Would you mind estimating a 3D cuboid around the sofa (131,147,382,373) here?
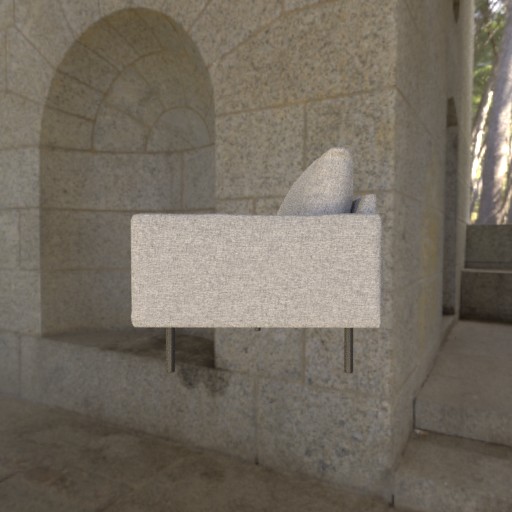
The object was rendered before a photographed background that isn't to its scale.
[{"bbox_3d":[0.000,0.000,2.451,0.850,0.830,2.000,0,2,1],"label":"sofa"}]
